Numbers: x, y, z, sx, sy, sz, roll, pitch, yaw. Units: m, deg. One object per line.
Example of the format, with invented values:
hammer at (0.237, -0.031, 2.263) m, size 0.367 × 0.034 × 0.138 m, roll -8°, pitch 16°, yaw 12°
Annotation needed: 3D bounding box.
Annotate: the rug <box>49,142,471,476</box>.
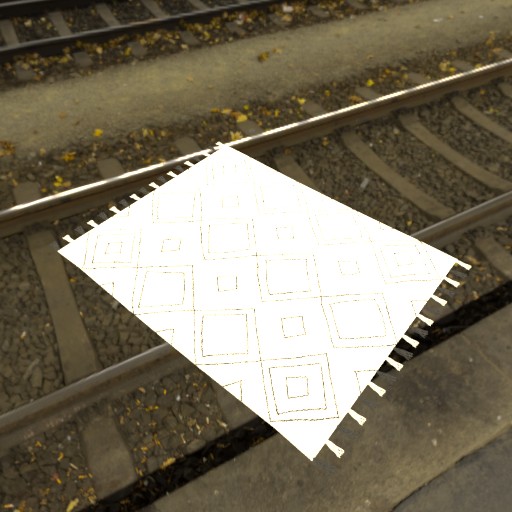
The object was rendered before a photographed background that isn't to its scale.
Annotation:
rug at (0.000, 0.000, 4.151) m, size 3.221 × 0.026 × 2.342 m, roll 32°, pitch 55°, yaw 26°
